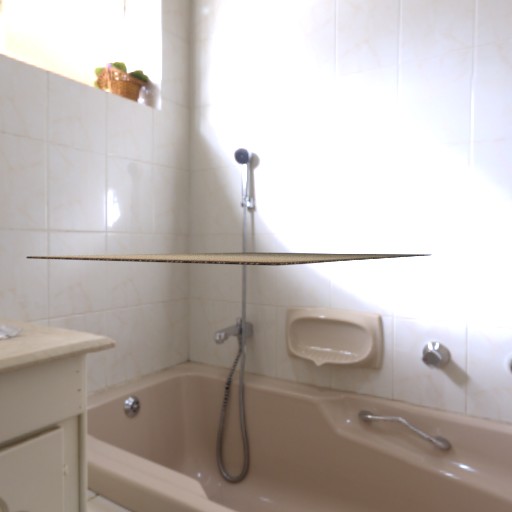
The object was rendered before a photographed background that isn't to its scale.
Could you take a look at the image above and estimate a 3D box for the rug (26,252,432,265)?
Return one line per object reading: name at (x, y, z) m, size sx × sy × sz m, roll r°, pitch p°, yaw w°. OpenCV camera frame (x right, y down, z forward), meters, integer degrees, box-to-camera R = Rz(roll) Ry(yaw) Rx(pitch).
rug at (0.000, 0.000, 3.920) m, size 2.305 × 0.017 × 2.902 m, roll 1°, pitch 1°, yaw 35°
